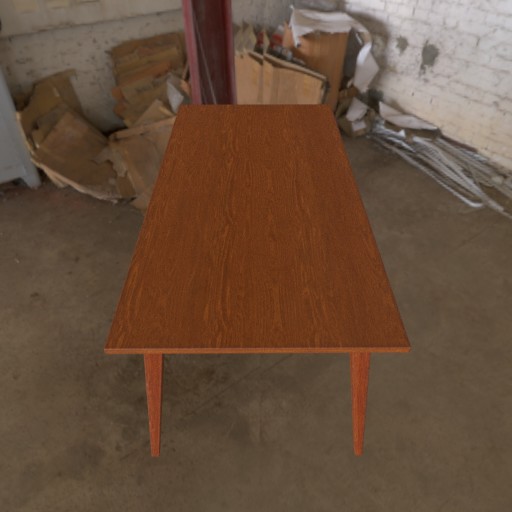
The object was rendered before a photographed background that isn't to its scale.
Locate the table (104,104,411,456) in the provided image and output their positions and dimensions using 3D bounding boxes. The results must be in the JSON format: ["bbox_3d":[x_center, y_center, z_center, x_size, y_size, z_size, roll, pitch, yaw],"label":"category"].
[{"bbox_3d":[0.000,0.000,2.017,0.811,0.755,1.609,0,41,0],"label":"table"}]
